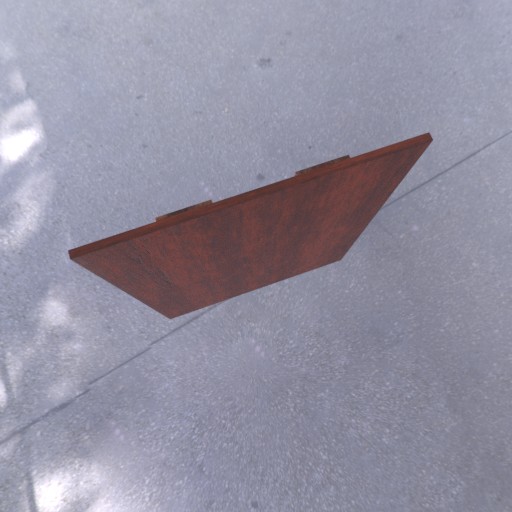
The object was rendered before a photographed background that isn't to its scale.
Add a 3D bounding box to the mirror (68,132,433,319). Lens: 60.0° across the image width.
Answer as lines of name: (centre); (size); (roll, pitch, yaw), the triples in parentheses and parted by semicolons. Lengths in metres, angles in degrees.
mirror: (0.000, 0.000, 1.082); (0.600, 0.805, 0.021); (-19, 76, -5)
